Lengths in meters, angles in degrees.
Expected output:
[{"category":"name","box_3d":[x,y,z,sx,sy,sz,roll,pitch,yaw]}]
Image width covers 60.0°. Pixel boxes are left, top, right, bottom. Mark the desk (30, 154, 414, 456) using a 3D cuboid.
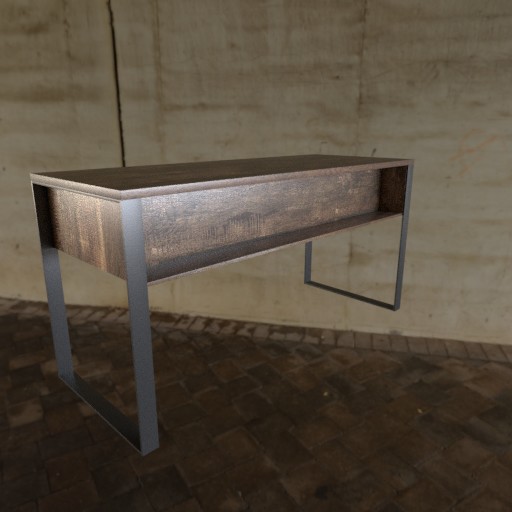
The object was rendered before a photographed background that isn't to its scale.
[{"category":"desk","box_3d":[0.000,0.000,1.888,0.599,0.762,1.524,16,22,43]}]
